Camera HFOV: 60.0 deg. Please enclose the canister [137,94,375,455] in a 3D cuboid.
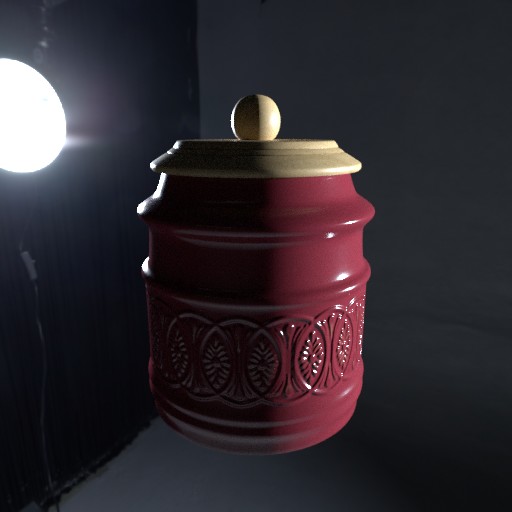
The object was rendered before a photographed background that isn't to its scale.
[{"bbox_3d":[0.000,0.000,0.257,0.130,0.176,0.130,0,15,0],"label":"canister"}]
